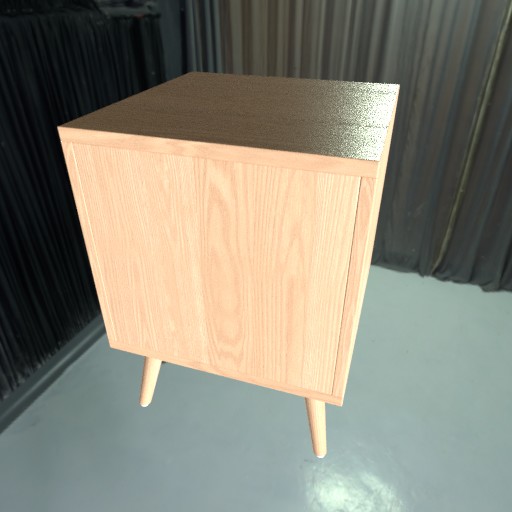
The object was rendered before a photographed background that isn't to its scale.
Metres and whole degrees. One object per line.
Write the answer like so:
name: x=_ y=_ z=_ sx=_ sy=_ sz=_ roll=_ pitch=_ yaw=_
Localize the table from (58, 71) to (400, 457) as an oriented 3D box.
table: x=0.000 y=0.000 z=0.816 sx=0.400 sy=0.550 sz=0.400 roll=10 pitch=34 yaw=15
